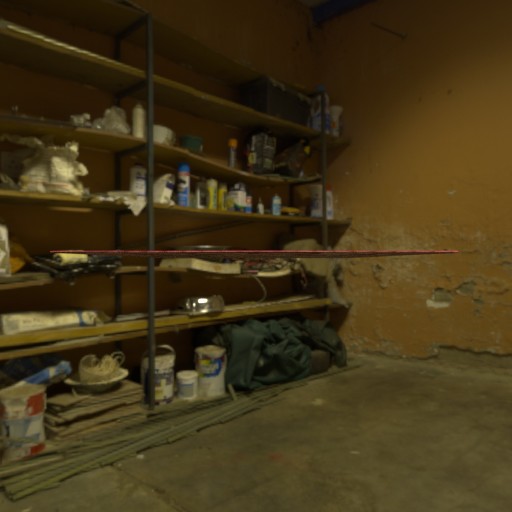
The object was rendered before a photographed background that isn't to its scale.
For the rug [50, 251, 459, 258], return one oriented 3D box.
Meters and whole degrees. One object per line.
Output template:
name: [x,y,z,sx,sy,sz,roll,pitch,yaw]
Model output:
rug: [0.000,0.000,2.794,1.579,0.007,2.184,0,-1,1]
